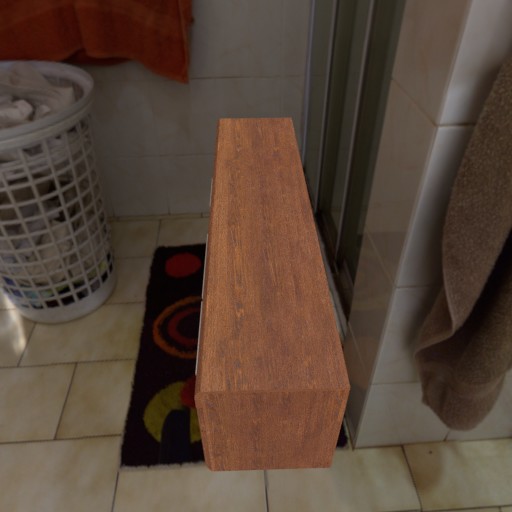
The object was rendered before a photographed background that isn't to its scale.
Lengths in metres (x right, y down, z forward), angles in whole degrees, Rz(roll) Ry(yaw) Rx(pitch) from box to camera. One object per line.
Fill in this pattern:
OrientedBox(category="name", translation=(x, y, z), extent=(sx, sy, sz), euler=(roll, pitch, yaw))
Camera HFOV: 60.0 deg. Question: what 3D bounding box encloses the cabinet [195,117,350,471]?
OrientedBox(category="cabinet", translation=(0.000, 0.000, 1.866), extent=(0.419, 0.510, 1.600), euler=(-1, 41, -1))
